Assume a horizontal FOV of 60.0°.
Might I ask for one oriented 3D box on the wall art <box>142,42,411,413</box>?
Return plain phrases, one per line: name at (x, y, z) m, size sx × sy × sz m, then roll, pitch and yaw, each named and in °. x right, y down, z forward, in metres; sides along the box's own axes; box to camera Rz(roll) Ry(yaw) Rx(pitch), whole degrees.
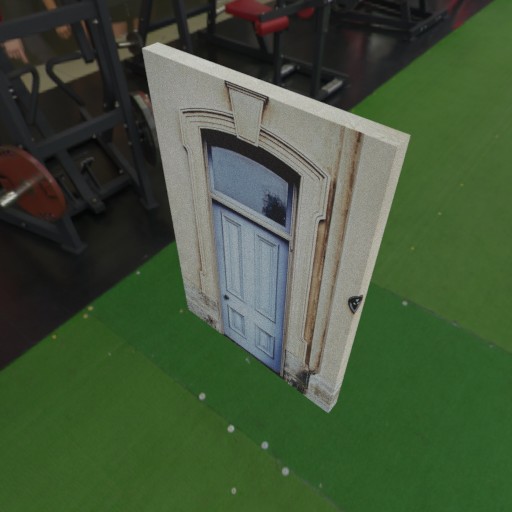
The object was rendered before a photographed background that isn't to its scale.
wall art at (0.000, 0.000, 0.967) m, size 0.508 × 0.764 × 0.038 m, roll 31°, pitch 53°, yaw 27°
